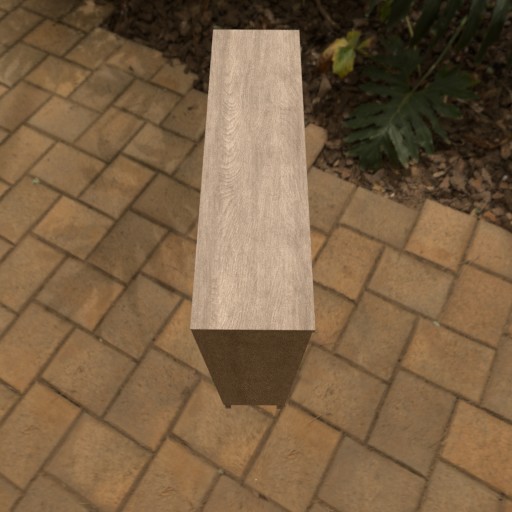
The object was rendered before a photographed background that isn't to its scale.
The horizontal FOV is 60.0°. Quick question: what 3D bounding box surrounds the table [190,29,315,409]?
[{"bbox_3d":[0.000,0.000,1.595,0.256,1.135,0.902,0,63,0],"label":"table"}]
